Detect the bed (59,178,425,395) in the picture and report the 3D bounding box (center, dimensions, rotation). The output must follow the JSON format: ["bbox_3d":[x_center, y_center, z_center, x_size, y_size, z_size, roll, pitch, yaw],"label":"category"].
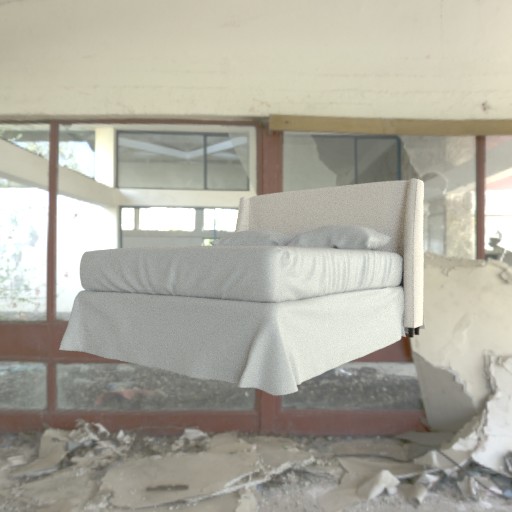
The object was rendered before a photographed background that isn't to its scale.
[{"bbox_3d":[0.000,0.000,3.430,1.925,1.332,2.276,0,-1,36],"label":"bed"}]
